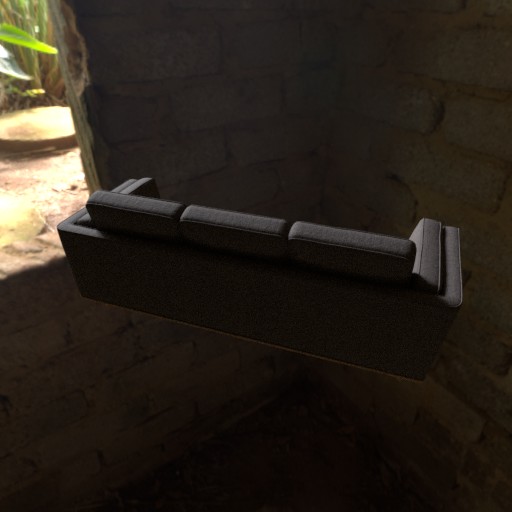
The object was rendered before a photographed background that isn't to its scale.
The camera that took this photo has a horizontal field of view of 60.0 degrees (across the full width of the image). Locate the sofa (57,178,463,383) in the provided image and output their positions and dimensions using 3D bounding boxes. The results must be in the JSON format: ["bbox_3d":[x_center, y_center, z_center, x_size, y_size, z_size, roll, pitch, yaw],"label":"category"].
[{"bbox_3d":[0.000,0.000,2.851,2.362,0.899,0.903,11,33,17],"label":"sofa"}]
